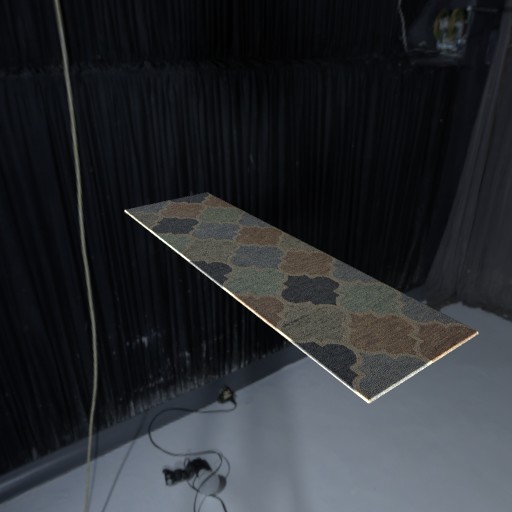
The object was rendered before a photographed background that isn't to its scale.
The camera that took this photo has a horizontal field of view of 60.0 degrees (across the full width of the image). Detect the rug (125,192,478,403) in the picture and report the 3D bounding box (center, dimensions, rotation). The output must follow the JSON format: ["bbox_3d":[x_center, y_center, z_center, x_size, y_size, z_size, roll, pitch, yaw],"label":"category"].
[{"bbox_3d":[0.000,0.000,2.533,0.687,0.011,2.287,-18,32,-31],"label":"rug"}]
